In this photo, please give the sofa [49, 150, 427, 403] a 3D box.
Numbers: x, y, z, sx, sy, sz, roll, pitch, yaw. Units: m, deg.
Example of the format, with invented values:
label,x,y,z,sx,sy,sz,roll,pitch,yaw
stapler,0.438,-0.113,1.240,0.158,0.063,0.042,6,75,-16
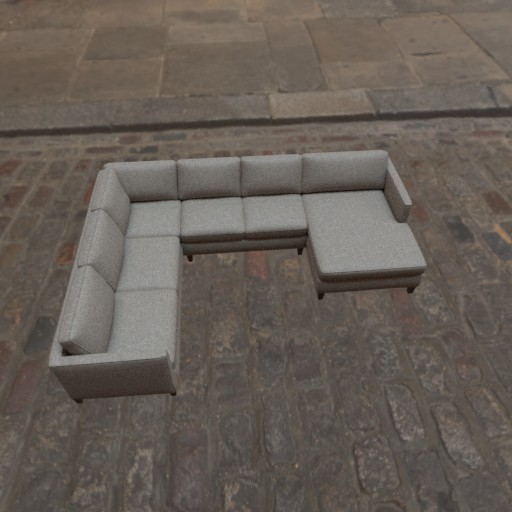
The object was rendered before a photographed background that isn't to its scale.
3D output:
label,x,y,z,sx,sy,sz,roll,pitch,yaw
sofa,0.000,0.000,4.467,3.403,0.889,2.551,-4,47,-3
